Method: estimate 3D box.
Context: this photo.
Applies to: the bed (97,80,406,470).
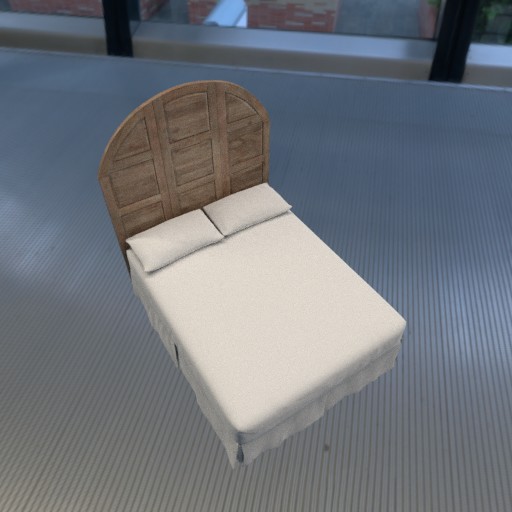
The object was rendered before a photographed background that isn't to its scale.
[{"bbox_3d":[0.000,0.000,3.526,1.713,2.002,2.112,-25,52,-22],"label":"bed"}]
